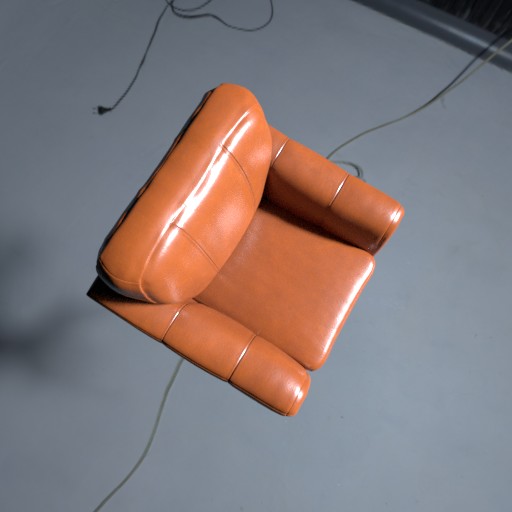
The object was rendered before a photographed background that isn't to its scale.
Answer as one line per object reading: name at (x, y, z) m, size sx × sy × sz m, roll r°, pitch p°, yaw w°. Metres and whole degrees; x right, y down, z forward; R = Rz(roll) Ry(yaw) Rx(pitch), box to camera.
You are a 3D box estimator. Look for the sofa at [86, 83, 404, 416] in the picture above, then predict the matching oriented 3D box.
sofa at (0.000, 0.000, 1.544) m, size 0.789 × 0.876 × 0.836 m, roll 30°, pitch 78°, yaw 7°
